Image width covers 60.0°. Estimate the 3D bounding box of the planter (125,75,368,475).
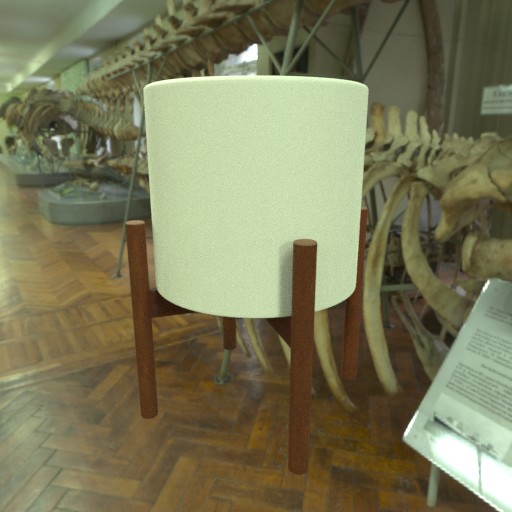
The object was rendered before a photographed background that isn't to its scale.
[{"bbox_3d":[0.000,0.000,0.502,0.224,0.358,0.224,8,18,26],"label":"planter"}]
